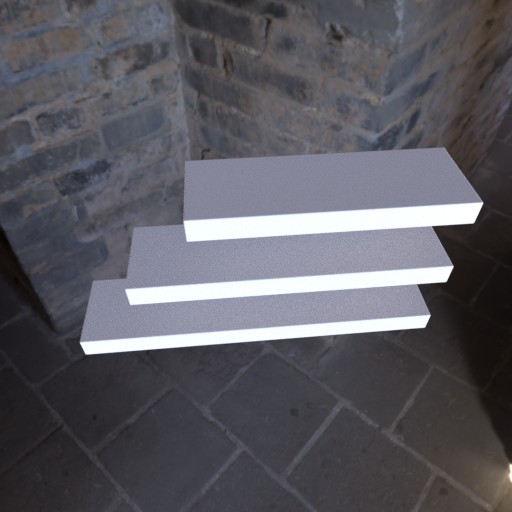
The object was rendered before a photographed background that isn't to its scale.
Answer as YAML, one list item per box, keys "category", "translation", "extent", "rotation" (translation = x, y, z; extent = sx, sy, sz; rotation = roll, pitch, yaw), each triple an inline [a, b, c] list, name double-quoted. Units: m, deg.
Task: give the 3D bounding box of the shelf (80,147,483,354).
- category: "shelf"
  translation: [0.000, 0.000, 0.737]
  extent: [0.610, 0.293, 0.140]
  rotation: [-4, 46, -4]
